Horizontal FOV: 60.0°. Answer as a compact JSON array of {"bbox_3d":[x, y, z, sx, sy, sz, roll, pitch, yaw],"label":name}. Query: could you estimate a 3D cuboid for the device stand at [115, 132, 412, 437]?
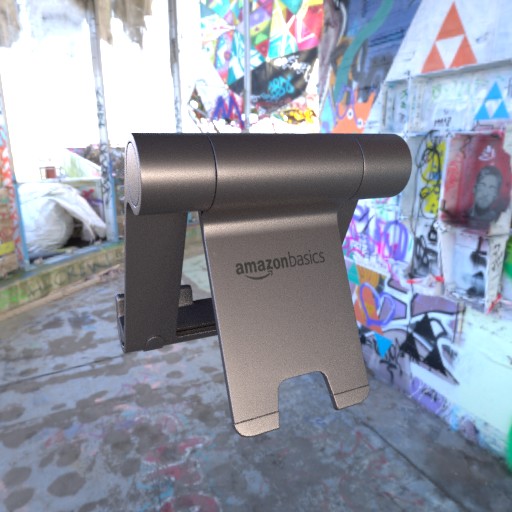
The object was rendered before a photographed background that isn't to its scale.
[{"bbox_3d":[0.000,0.000,0.157,0.088,0.084,0.079,-7,16,-25],"label":"device stand"}]
